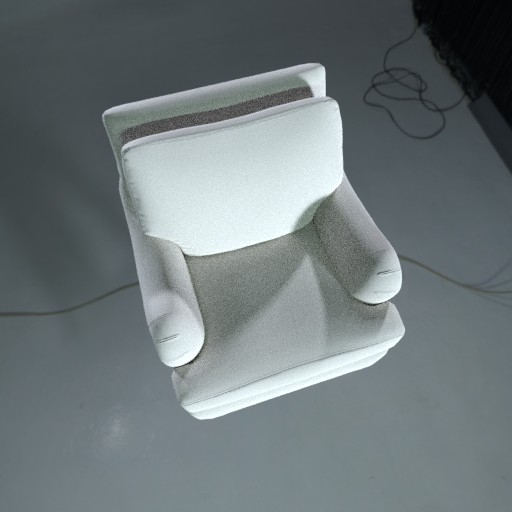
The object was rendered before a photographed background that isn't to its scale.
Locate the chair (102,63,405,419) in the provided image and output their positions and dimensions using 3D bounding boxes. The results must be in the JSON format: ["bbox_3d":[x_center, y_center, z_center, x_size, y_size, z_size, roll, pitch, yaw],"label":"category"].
[{"bbox_3d":[0.000,0.000,1.882,0.955,1.038,1.070,-16,64,-8],"label":"chair"}]
